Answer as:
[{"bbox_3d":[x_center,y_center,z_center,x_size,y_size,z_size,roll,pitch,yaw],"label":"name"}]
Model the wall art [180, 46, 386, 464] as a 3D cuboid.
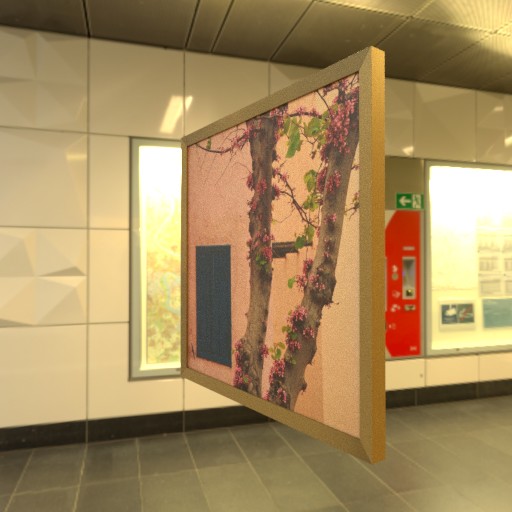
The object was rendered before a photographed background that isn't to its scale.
[{"bbox_3d":[0.000,0.000,1.124,0.038,0.762,0.762,0,-1,-36],"label":"wall art"}]
